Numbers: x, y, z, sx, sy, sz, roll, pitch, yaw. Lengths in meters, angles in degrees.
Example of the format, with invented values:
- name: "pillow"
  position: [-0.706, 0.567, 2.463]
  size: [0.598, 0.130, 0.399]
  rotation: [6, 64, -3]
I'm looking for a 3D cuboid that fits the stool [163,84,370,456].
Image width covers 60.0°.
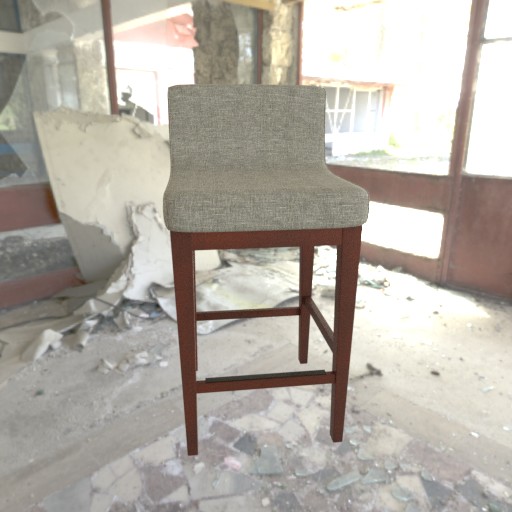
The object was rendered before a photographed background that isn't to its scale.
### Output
- name: "stool"
  position: [0.000, 0.000, 1.121]
  size: [0.417, 0.835, 0.459]
  rotation: [-2, 18, -7]
